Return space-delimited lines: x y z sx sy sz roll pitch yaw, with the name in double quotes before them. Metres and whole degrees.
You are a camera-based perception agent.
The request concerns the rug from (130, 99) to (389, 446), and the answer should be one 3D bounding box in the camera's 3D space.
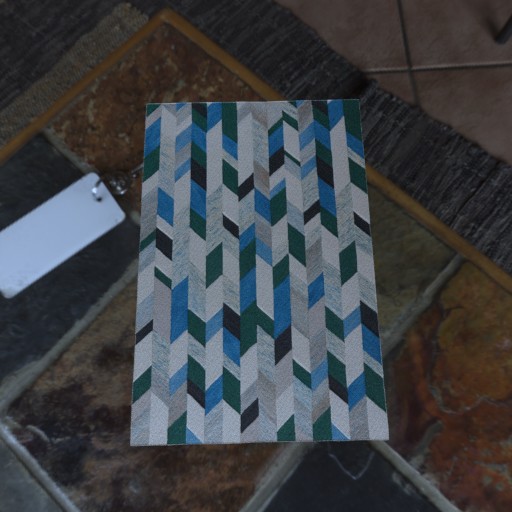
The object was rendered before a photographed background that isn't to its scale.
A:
"rug" 0.000 0.000 2.319 1.229 0.005 1.827 -1 76 0
